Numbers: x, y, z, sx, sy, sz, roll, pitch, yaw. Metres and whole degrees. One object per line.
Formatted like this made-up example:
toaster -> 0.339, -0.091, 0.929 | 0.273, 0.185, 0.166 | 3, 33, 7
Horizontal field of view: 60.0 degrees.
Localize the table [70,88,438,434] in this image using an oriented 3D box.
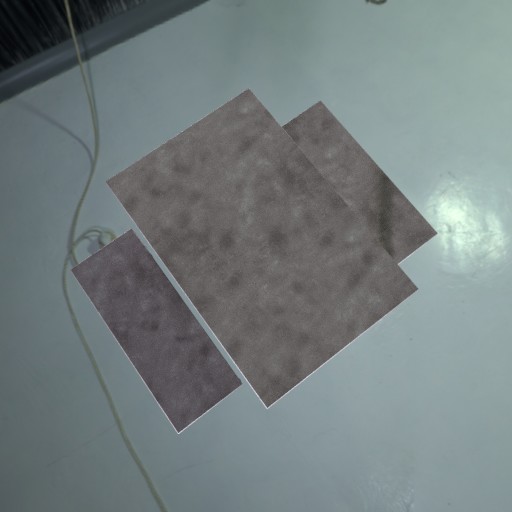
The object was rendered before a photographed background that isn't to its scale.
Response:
table -> 0.000, 0.000, 2.096 | 1.443, 0.700, 1.100 | -36, 79, -8
